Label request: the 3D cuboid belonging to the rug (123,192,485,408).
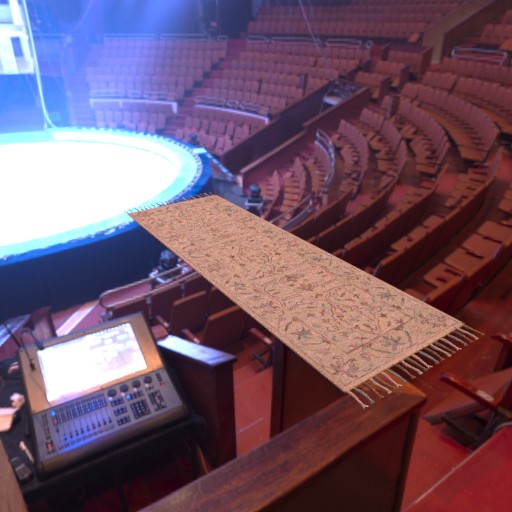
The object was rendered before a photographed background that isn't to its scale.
[{"bbox_3d":[0.000,0.000,2.651,0.769,0.013,2.440,-17,31,-31],"label":"rug"}]
